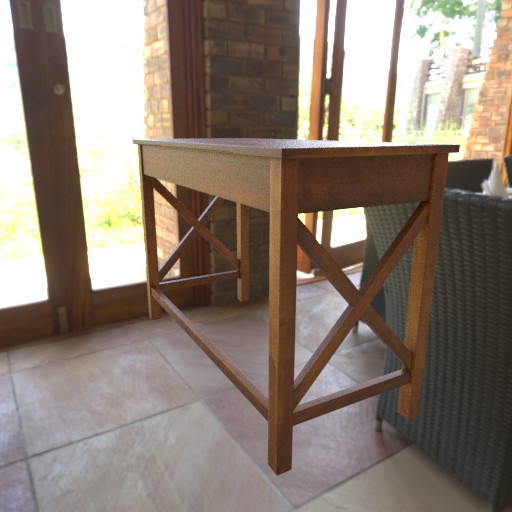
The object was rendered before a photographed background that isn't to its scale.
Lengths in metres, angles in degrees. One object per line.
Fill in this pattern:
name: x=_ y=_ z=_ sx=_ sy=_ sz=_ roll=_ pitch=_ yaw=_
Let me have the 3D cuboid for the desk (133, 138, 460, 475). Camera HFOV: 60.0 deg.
desk: x=0.000 y=0.000 z=1.518 sx=0.508 sy=0.762 sz=1.117 roll=-9 pitch=18 yaw=-28
